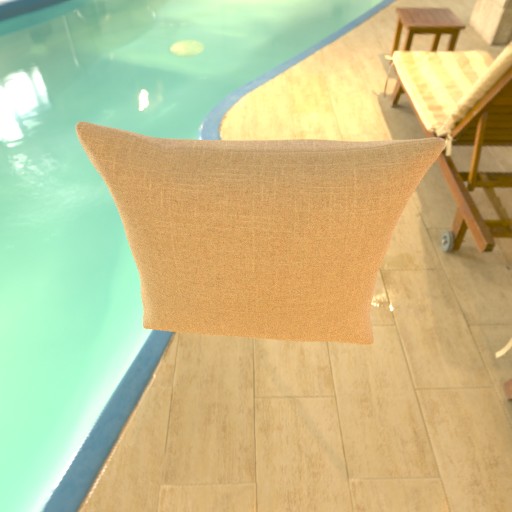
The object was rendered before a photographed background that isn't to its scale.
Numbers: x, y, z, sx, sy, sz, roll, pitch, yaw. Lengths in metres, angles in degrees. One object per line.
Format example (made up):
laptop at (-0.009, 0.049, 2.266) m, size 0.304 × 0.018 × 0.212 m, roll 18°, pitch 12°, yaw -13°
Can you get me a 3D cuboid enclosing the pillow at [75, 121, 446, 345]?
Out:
pillow at (0.000, 0.000, 0.634) m, size 0.414 × 0.399 × 0.173 m, roll 3°, pitch 46°, yaw 3°
